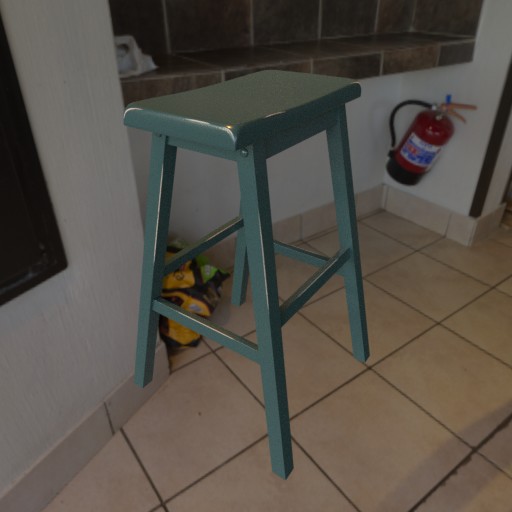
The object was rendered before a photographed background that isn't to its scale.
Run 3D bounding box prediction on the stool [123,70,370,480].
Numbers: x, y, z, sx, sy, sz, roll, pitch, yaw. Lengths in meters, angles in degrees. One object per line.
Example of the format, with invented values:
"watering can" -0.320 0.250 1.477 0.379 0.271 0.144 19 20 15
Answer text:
"stool" 0.000 0.000 1.033 0.476 0.737 0.457 20 37 29
